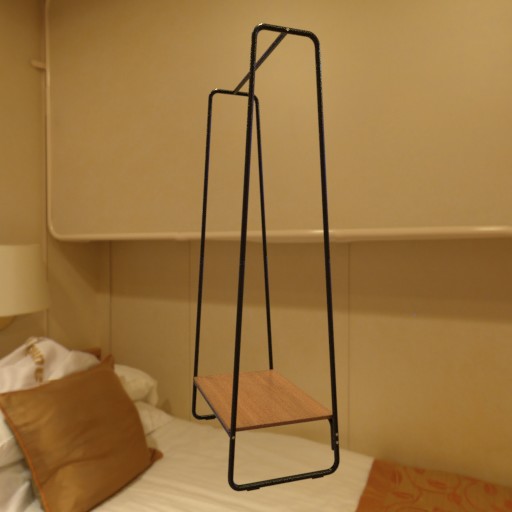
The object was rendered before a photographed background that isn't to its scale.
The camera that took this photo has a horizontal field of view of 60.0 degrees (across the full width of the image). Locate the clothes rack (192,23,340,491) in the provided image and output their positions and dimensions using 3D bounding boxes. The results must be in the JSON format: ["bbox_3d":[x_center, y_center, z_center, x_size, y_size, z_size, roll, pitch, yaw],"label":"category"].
[{"bbox_3d":[0.000,0.000,1.752,0.400,1.500,0.640,0,1,-19],"label":"clothes rack"}]
